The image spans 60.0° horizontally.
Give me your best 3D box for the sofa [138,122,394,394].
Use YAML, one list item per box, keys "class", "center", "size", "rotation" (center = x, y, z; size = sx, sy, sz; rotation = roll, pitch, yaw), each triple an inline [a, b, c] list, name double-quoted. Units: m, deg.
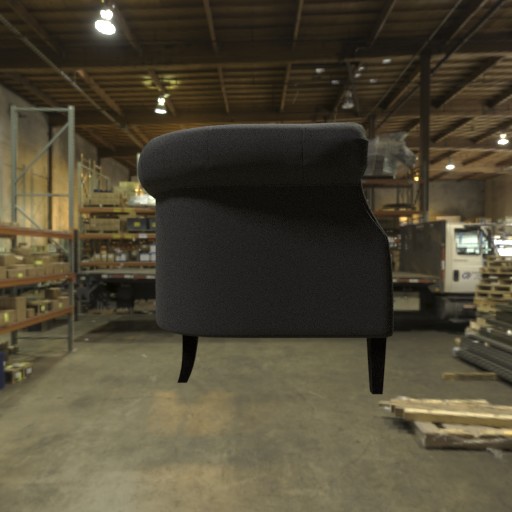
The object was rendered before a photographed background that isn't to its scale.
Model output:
- class: "sofa"
  center: [0.000, 0.000, 2.028]
  size: [0.835, 0.827, 1.558]
  rotation: [0, 1, -1]
